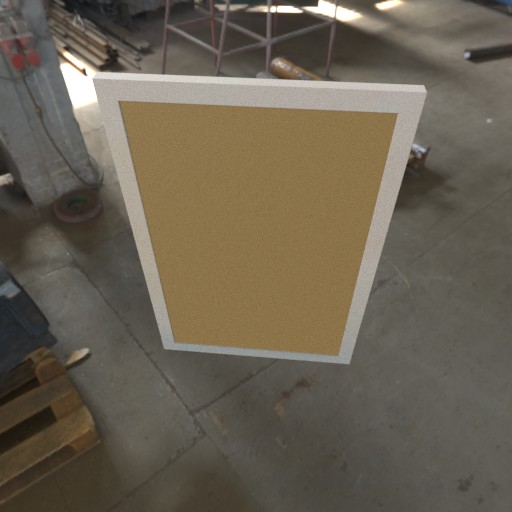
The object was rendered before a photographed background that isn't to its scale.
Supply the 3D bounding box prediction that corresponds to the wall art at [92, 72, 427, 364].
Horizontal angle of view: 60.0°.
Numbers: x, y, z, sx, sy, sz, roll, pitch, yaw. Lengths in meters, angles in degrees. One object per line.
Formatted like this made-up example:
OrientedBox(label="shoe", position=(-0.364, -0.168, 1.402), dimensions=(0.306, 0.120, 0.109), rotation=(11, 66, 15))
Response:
OrientedBox(label="wall art", position=(0.000, 0.000, 1.426), dimensions=(0.764, 1.143, 0.038), rotation=(4, 46, 4))
